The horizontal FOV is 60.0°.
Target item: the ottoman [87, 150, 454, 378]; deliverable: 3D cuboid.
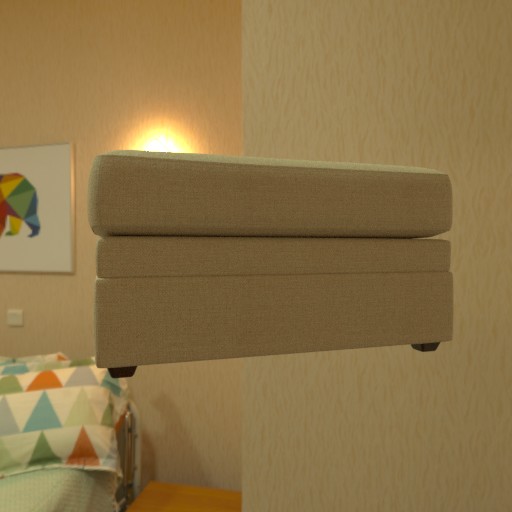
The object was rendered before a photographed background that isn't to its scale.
[{"bbox_3d":[0.000,0.000,1.259,0.885,0.478,0.637,0,1,-18],"label":"ottoman"}]
